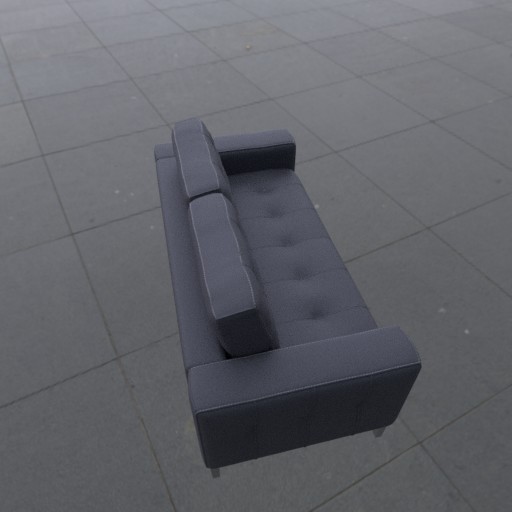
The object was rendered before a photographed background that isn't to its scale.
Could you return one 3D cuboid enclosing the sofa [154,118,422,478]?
[{"bbox_3d":[0.000,0.000,2.193,0.833,0.893,1.726,-10,46,-10],"label":"sofa"}]
